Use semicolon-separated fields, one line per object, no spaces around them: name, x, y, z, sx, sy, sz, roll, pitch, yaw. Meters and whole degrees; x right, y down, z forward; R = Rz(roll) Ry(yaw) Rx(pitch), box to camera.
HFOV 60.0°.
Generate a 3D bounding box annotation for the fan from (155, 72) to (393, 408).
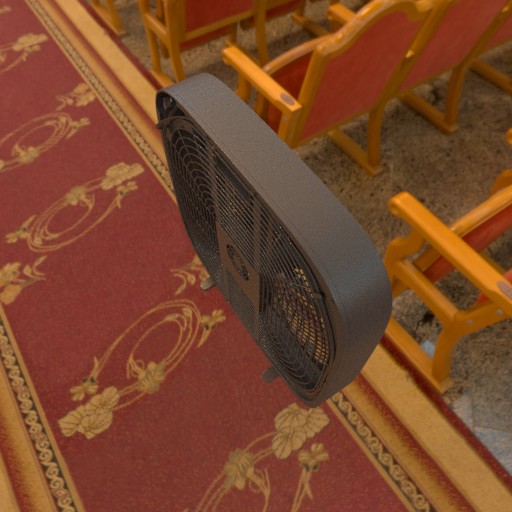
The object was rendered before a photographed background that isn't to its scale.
fan;0.000;0.000;0.812;0.142;0.533;0.526;-29;62;-17
